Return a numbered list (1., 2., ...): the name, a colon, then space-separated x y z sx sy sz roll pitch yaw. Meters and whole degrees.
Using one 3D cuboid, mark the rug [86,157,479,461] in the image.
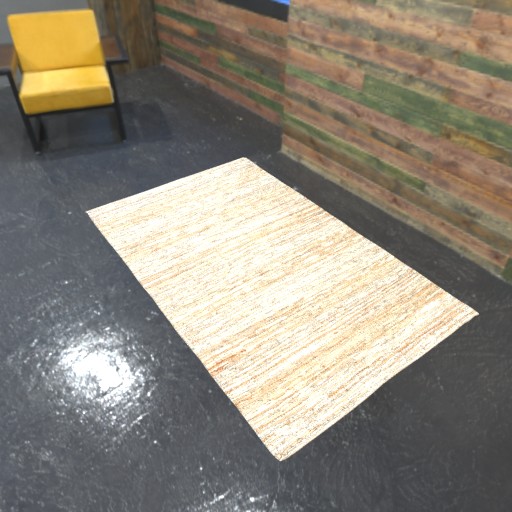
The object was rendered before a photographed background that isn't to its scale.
1. rug: 0.000 0.000 3.061 1.529 0.009 2.446 -25 46 -27
